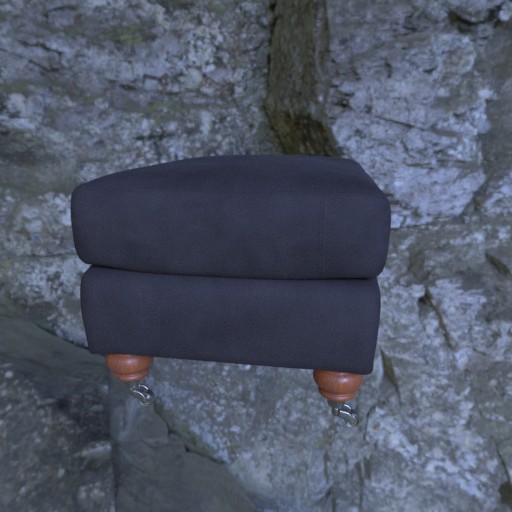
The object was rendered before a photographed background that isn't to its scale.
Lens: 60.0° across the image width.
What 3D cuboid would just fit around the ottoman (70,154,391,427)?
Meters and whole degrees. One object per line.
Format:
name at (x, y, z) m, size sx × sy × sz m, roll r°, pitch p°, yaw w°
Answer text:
ottoman at (0.000, 0.000, 1.135) m, size 0.574 × 0.497 × 0.773 m, roll 3°, pitch 16°, yaw 9°
